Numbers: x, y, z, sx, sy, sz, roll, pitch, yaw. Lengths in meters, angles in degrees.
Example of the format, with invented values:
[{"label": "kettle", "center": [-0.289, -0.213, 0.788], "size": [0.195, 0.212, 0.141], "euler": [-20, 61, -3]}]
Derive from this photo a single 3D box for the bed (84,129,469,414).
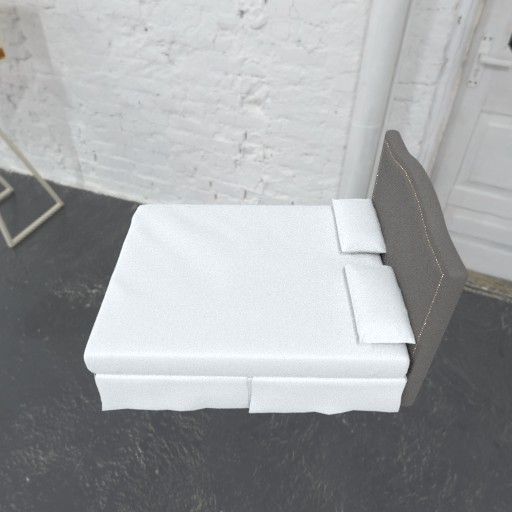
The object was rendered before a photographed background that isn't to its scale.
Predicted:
[{"label": "bed", "center": [0.000, 0.000, 3.394], "size": [2.282, 1.436, 1.821], "euler": [1, 42, 1]}]
